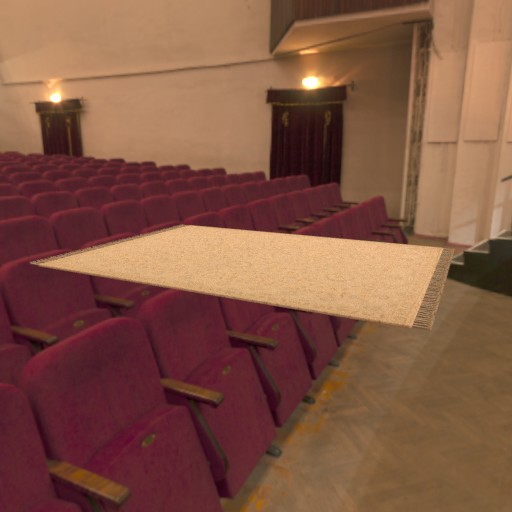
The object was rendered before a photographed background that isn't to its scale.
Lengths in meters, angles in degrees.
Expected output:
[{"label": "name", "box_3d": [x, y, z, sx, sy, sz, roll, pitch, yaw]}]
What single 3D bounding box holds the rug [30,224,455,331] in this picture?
[{"label": "rug", "box_3d": [0.000, 0.000, 2.231, 1.771, 0.015, 1.223, 7, 15, 26]}]
